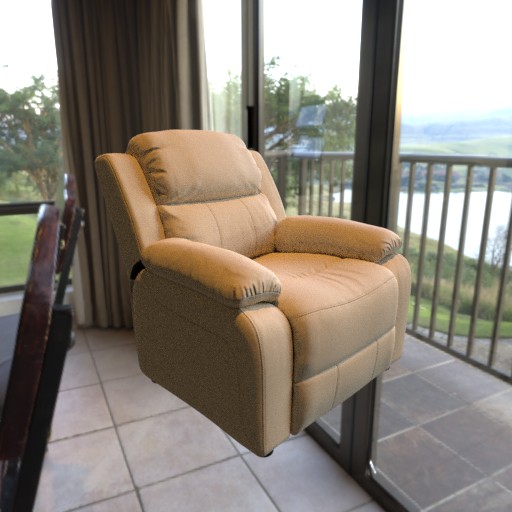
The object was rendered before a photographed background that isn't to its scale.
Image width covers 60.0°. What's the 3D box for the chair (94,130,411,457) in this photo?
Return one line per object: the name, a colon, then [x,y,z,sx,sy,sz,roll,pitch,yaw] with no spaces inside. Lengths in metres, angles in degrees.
chair: [0.000,0.000,1.267,0.709,0.702,0.680,14,20,43]
